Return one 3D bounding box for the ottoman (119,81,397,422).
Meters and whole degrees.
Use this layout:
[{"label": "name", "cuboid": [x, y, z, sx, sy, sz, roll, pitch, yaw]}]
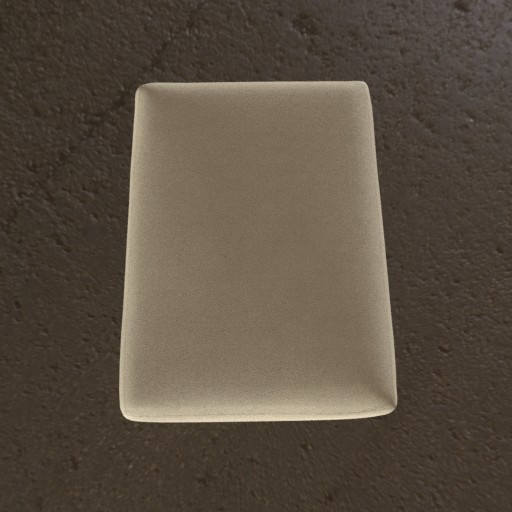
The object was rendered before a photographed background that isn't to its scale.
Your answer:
[{"label": "ottoman", "cuboid": [0.000, 0.000, 1.147, 0.569, 0.499, 0.773, -1, 76, 0]}]
